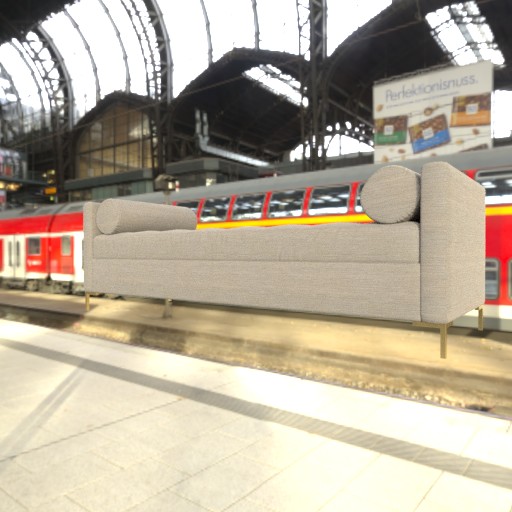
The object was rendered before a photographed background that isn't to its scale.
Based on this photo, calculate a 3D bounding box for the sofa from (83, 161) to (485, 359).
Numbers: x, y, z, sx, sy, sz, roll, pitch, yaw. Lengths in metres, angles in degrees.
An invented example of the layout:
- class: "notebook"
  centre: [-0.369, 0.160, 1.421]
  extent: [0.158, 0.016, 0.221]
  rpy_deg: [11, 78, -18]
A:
- class: "sofa"
  centre: [0.000, 0.000, 2.239]
  extent: [1.981, 0.635, 0.686]
  rpy_deg: [0, 1, 36]
